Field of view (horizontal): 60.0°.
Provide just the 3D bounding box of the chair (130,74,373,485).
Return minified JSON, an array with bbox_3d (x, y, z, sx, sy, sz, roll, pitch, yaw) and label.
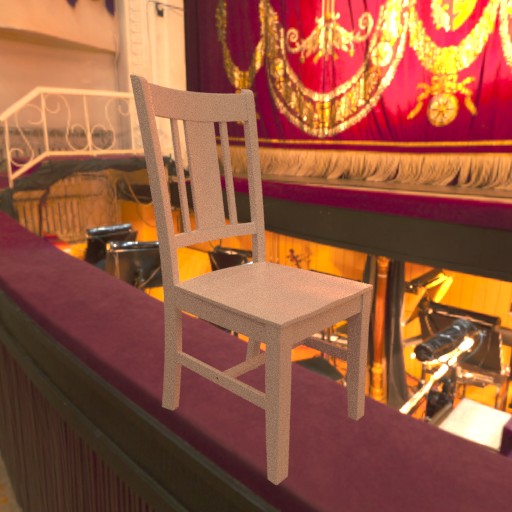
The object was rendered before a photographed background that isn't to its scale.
[{"bbox_3d":[0.000,0.000,1.295,0.555,0.998,0.450,13,19,42],"label":"chair"}]
